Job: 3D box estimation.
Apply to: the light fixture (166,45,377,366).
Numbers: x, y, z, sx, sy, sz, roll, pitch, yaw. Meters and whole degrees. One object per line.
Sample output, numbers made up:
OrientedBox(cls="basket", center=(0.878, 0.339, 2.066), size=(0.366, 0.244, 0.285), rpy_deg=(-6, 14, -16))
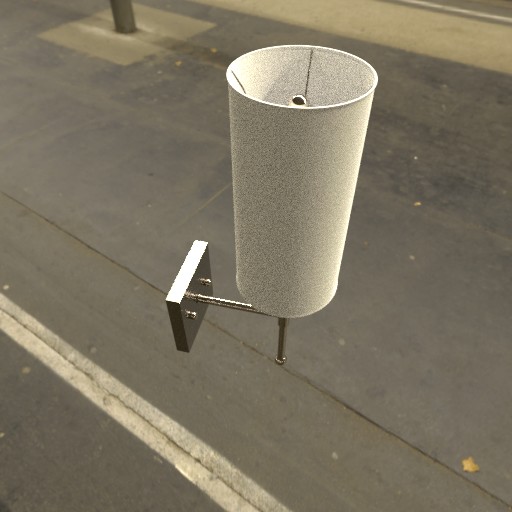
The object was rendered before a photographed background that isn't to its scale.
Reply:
OrientedBox(cls="light fixture", center=(0.000, 0.000, 0.549), size=(0.208, 0.462, 0.128), rpy_deg=(10, 46, 10))
